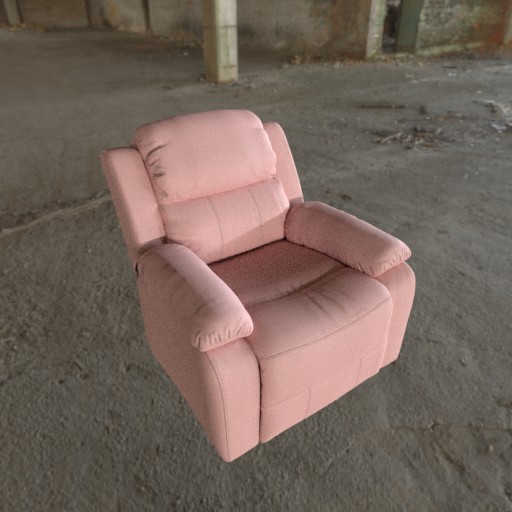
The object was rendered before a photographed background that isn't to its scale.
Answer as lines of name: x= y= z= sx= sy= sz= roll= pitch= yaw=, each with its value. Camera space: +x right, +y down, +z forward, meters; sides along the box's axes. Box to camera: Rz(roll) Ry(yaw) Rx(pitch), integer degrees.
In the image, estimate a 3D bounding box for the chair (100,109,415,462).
chair: x=0.000 y=0.000 z=1.274 sx=0.680 sy=0.702 sz=0.709 roll=-20 pitch=35 yaw=-30
